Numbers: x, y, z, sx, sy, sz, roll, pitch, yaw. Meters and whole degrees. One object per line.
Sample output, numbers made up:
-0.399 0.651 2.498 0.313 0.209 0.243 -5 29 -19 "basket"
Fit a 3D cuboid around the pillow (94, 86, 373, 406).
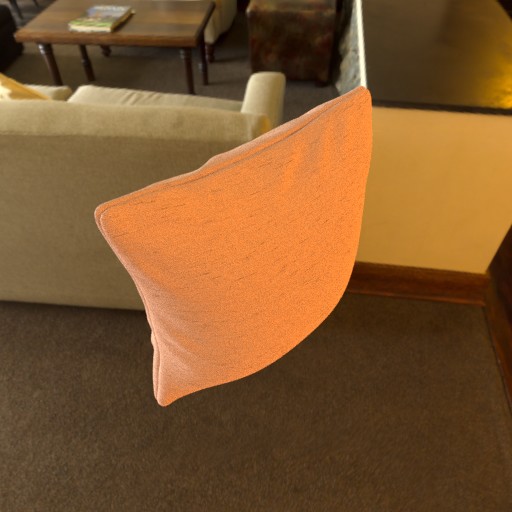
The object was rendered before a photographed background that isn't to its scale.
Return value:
0.000 0.000 0.684 0.432 0.415 0.246 -32 54 -27 "pillow"
